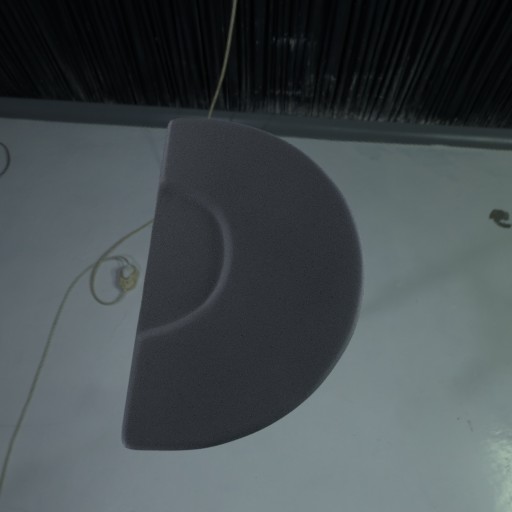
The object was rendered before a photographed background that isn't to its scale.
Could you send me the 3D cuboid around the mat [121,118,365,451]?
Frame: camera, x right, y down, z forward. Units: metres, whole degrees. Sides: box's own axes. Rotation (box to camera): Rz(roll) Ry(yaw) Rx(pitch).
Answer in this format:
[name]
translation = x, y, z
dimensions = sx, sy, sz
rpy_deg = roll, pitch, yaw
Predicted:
[mat]
translation = 0.000, 0.000, 1.872
dimensions = 0.917, 0.016, 1.525
rpy_deg = 1, 63, 1
